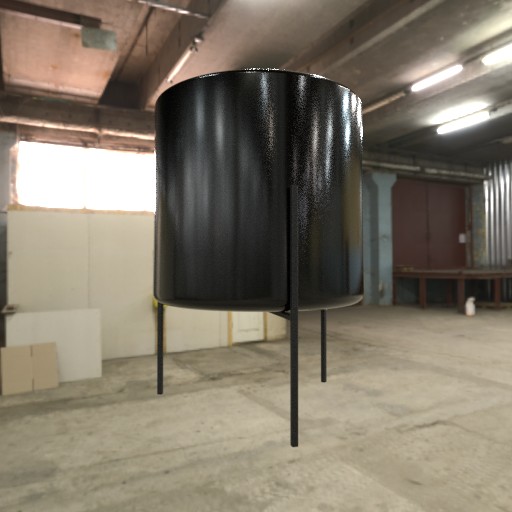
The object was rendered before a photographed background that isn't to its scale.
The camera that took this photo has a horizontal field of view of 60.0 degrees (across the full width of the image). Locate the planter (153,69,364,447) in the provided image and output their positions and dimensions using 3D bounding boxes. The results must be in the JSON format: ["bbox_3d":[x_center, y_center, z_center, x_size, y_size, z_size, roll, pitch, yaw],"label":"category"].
[{"bbox_3d":[0.000,0.000,0.653,0.310,0.432,0.310,0,-1,1],"label":"planter"}]
